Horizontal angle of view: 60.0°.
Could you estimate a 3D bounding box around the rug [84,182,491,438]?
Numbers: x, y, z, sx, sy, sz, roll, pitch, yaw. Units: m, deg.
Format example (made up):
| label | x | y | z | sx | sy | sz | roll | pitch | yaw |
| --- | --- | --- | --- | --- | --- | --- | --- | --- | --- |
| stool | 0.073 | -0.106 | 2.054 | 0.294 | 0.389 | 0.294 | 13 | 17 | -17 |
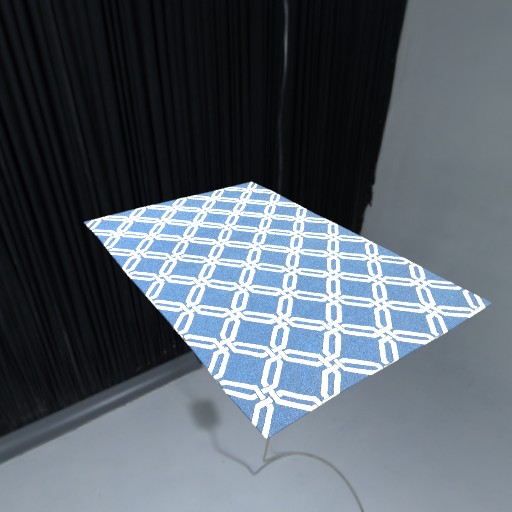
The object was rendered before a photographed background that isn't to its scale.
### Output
| label | x | y | z | sx | sy | sz | roll | pitch | yaw |
| --- | --- | --- | --- | --- | --- | --- | --- | --- | --- |
| rug | 0.000 | 0.000 | 2.151 | 1.153 | 0.010 | 1.755 | -19 | 35 | -30 |
